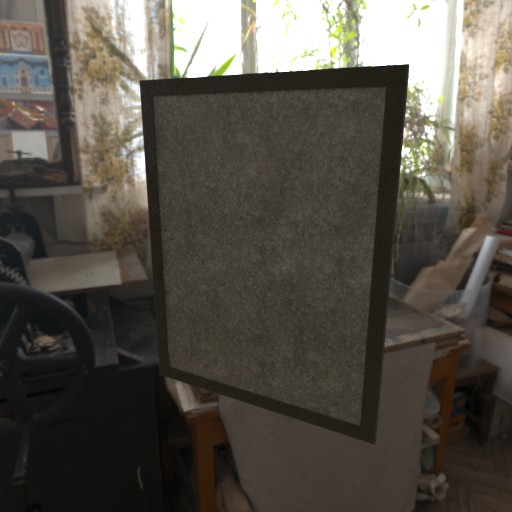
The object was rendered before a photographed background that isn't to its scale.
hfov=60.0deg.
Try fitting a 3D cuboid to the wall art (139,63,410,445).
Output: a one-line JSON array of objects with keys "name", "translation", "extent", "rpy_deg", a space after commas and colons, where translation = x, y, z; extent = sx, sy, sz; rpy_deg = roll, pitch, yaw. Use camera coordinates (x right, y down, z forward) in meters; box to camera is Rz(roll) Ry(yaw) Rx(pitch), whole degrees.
[{"name": "wall art", "translation": [0.000, 0.000, 1.285], "extent": [0.767, 0.983, 0.030], "rpy_deg": [9, 18, 27]}]
